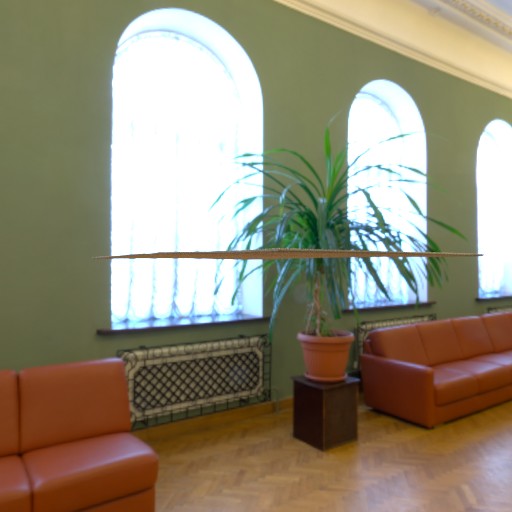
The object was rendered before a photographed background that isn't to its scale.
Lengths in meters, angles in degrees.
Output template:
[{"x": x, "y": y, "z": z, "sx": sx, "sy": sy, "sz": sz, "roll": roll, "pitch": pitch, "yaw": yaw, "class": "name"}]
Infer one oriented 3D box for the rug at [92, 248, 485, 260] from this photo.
[{"x": 0.000, "y": 0.000, "z": 2.314, "sx": 1.162, "sy": 0.022, "sz": 1.804, "roll": 1, "pitch": -1, "yaw": -36, "class": "rug"}]
